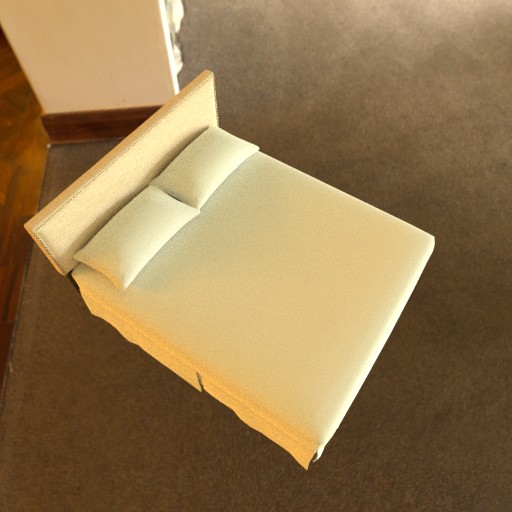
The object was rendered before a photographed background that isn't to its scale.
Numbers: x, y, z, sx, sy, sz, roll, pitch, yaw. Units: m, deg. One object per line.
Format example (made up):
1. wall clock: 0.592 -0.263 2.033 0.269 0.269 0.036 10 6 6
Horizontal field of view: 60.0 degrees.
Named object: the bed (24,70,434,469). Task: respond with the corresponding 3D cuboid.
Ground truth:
1. bed: 0.000 0.000 2.807 1.876 1.016 1.616 30 63 17
